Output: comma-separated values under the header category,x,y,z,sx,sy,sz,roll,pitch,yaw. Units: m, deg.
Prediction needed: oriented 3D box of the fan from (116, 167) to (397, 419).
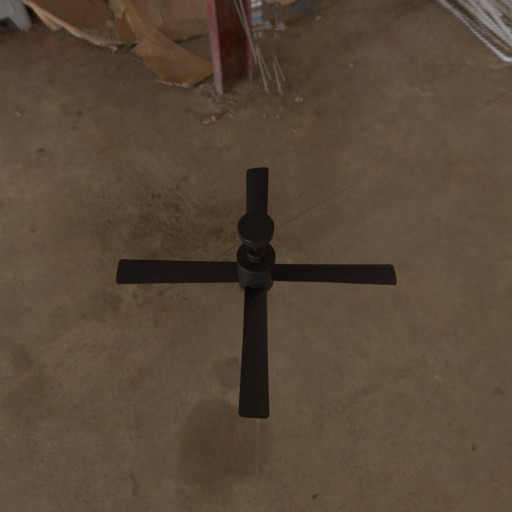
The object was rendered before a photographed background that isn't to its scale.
category,x,y,z,sx,sy,sz,roll,pitch,yaw
fan,0.000,0.000,2.276,1.525,0.534,1.525,1,59,1
